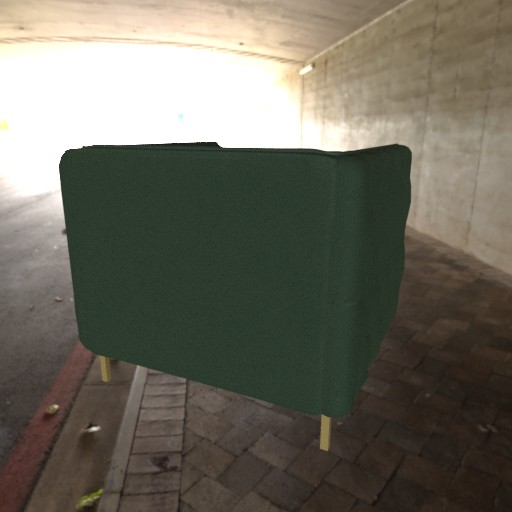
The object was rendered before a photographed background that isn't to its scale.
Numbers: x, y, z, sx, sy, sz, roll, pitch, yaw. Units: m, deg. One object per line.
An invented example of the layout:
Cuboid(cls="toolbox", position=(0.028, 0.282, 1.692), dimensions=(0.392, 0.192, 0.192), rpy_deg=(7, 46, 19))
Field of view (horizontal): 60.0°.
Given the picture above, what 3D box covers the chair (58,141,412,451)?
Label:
Cuboid(cls="chair", position=(0.000, 0.000, 1.539), dimensions=(0.917, 0.768, 0.855), rpy_deg=(8, 18, 25))
